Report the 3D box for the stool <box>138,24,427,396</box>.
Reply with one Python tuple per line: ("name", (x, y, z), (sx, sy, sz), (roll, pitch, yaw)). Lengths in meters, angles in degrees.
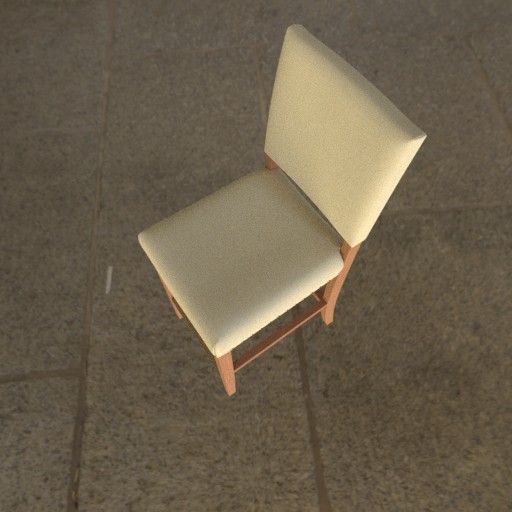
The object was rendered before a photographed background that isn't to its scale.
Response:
("stool", (0.000, 0.000, 1.428), (0.584, 1.168, 0.445), (-32, 67, -15))
